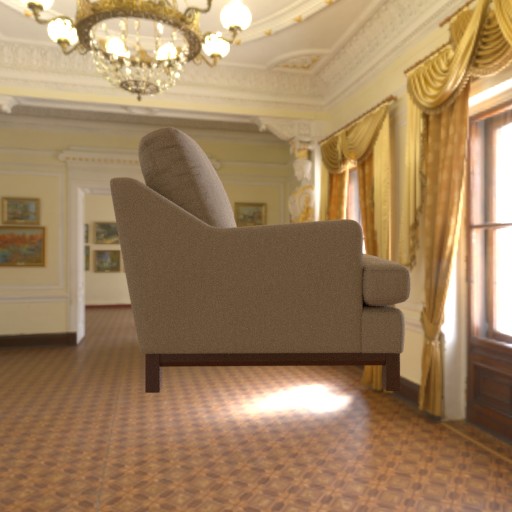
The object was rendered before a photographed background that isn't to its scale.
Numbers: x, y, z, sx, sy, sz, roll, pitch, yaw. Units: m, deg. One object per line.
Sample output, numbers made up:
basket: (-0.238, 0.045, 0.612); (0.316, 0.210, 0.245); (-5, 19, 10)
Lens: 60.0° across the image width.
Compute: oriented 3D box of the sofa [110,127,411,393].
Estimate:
sofa: (0.000, 0.000, 2.245); (1.004, 0.910, 1.619); (0, 0, -1)
